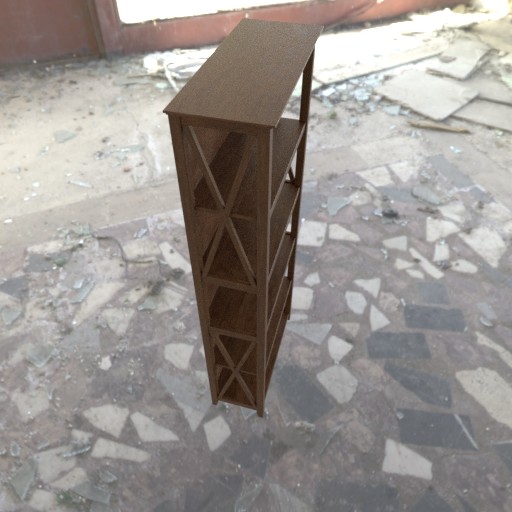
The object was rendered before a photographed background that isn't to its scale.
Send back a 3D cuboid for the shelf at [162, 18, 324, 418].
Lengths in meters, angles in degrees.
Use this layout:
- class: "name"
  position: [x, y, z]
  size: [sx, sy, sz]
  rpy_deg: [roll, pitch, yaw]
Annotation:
- class: "shelf"
  position: [0.000, 0.000, 2.195]
  size: [0.335, 1.905, 0.805]
  rpy_deg: [11, 47, 11]
